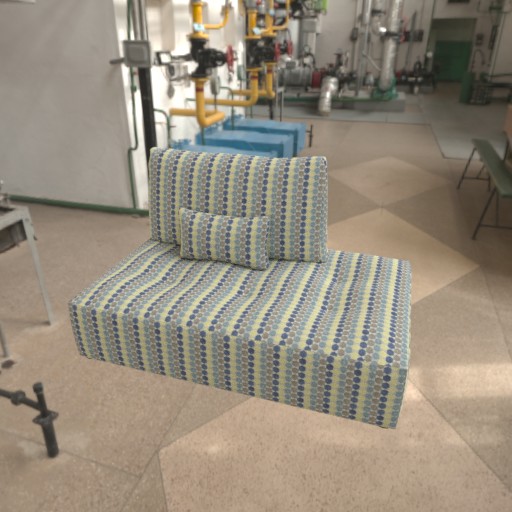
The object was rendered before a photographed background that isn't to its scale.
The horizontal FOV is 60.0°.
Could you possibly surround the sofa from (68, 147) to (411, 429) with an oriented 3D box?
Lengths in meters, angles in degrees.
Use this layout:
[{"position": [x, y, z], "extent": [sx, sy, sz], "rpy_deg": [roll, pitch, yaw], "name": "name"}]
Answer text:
[{"position": [0.000, 0.000, 2.102], "extent": [1.450, 0.820, 1.000], "rpy_deg": [8, 28, 16], "name": "sofa"}]
